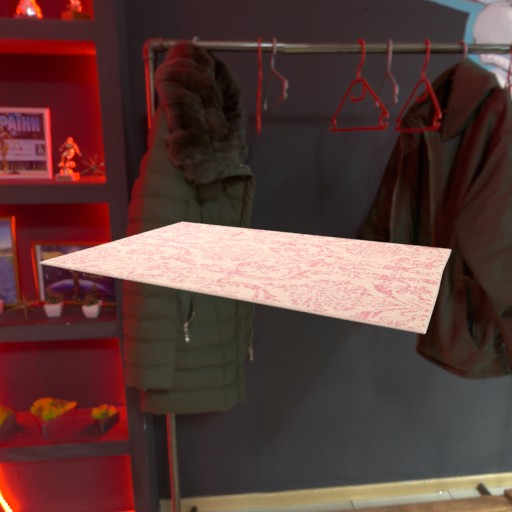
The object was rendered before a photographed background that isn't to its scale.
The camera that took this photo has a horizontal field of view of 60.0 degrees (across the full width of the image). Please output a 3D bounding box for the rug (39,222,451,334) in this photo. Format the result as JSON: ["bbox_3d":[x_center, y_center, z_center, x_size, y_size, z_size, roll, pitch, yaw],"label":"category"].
[{"bbox_3d":[0.000,0.000,2.359,1.839,0.012,1.219,7,17,26],"label":"rug"}]
